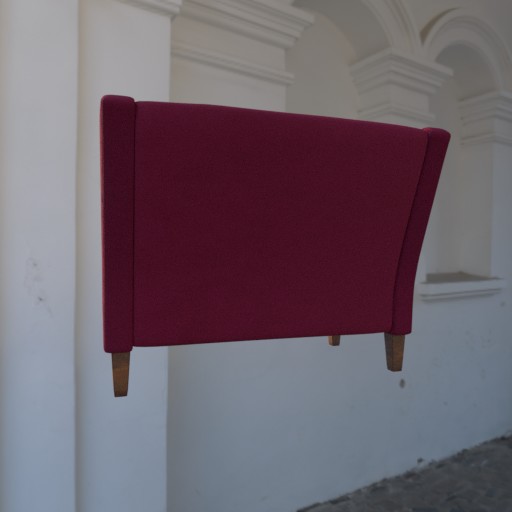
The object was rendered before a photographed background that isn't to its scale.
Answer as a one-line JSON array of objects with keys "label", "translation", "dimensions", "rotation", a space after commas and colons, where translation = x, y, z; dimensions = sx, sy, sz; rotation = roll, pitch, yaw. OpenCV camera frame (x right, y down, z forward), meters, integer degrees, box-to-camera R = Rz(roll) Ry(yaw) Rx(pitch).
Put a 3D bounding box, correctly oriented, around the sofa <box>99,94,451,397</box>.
[{"label": "sofa", "translation": [0.000, 0.000, 1.908], "dimensions": [1.242, 0.976, 0.946], "rotation": [0, 0, -17]}]
